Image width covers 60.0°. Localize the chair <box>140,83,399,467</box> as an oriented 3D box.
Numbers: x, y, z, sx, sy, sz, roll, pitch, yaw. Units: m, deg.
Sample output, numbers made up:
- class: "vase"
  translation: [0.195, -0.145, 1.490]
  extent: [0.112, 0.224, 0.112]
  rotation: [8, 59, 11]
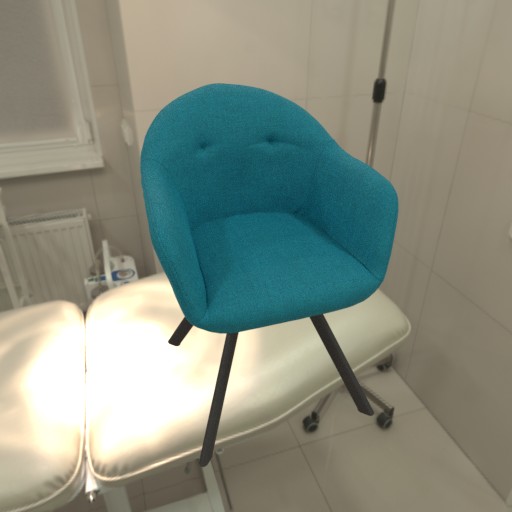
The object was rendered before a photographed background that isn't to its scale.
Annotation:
- class: "chair"
  translation: [0.000, 0.000, 1.163]
  extent: [0.545, 0.775, 0.565]
  rotation: [-10, 32, -16]
